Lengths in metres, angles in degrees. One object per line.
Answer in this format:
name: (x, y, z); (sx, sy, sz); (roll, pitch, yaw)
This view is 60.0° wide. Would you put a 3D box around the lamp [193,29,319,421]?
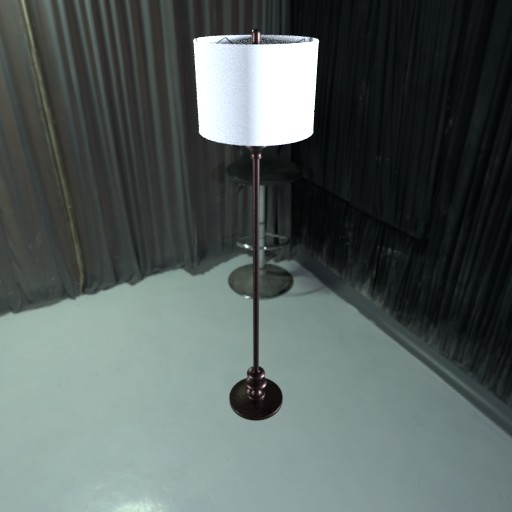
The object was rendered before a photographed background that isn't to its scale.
lamp: (0.000, 0.000, 1.628); (0.356, 1.487, 0.356); (-18, 35, -28)
